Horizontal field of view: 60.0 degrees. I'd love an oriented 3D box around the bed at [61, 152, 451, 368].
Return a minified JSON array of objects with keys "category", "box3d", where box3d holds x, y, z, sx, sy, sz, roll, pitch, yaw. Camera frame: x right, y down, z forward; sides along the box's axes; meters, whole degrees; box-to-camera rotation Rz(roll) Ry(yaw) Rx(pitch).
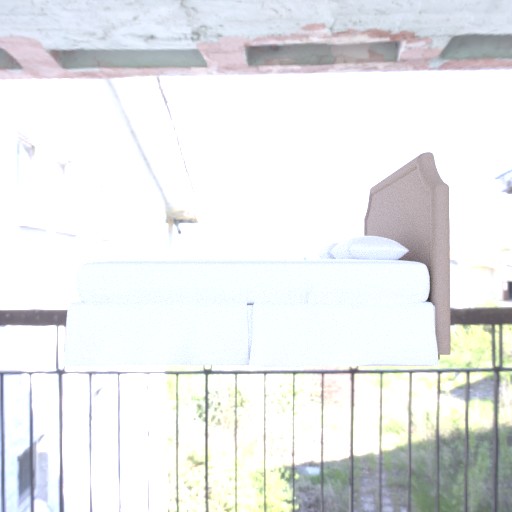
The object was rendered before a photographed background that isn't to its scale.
[{"category":"bed","box3d":[0.000,0.000,4.229,2.773,1.590,2.350,0,-1,1]}]
